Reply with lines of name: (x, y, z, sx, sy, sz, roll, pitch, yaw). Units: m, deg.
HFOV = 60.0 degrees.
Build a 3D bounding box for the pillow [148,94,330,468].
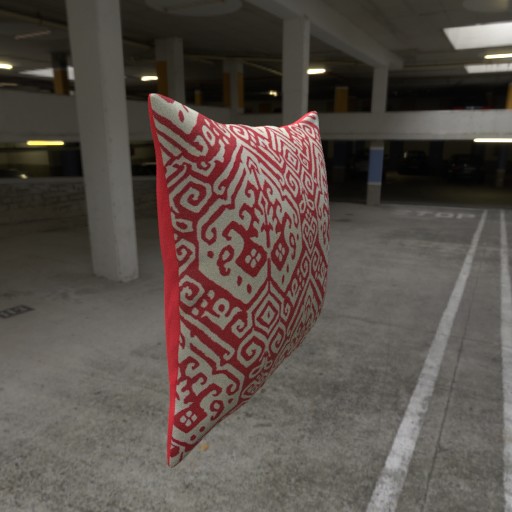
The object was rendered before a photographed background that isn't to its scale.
pillow: (0.000, 0.000, 0.782, 0.192, 0.507, 0.522, 8, 17, 27)
